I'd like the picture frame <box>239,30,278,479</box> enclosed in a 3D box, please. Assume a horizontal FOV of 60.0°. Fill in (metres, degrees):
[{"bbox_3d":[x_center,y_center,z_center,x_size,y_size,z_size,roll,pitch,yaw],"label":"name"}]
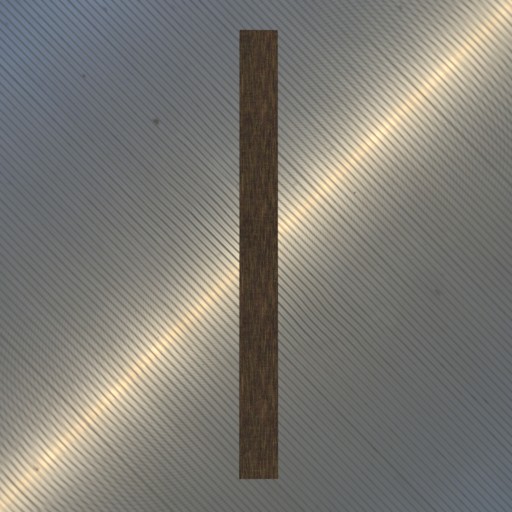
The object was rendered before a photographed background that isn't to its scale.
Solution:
[{"bbox_3d":[0.000,0.000,0.538,0.033,0.330,0.378,0,89,-1],"label":"picture frame"}]
